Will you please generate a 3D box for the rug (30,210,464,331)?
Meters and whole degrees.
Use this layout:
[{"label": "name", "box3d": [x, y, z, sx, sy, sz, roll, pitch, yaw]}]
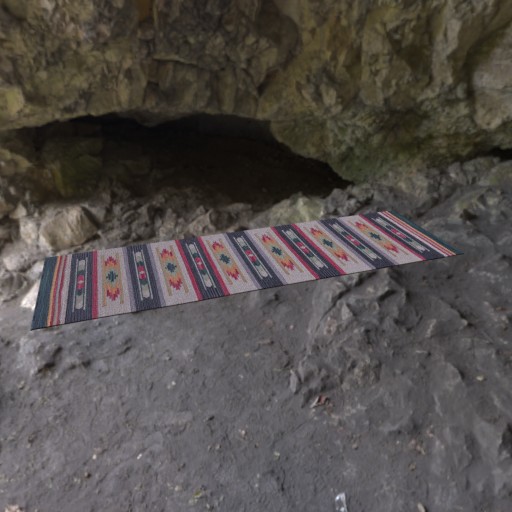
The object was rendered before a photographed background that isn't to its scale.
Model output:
[{"label": "rug", "box3d": [0.000, 0.000, 2.697, 2.440, 0.009, 0.760, -9, 29, -16]}]
